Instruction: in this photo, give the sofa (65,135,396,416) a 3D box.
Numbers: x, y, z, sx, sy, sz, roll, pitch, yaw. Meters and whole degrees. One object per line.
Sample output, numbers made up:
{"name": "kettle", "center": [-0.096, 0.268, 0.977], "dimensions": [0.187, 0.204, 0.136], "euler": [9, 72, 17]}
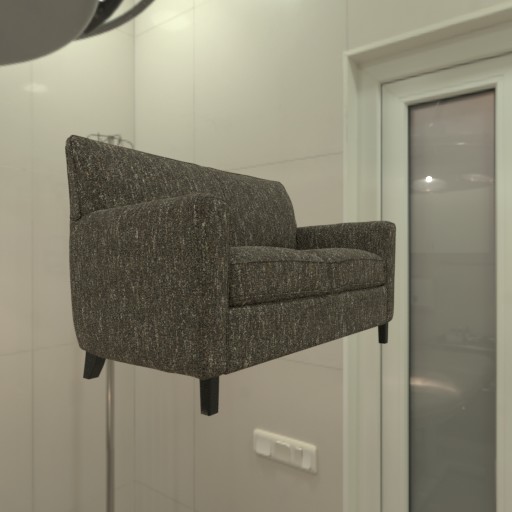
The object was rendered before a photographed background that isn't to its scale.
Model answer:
{"name": "sofa", "center": [0.000, 0.000, 2.078], "dimensions": [0.801, 0.946, 1.519], "euler": [0, 0, 38]}
